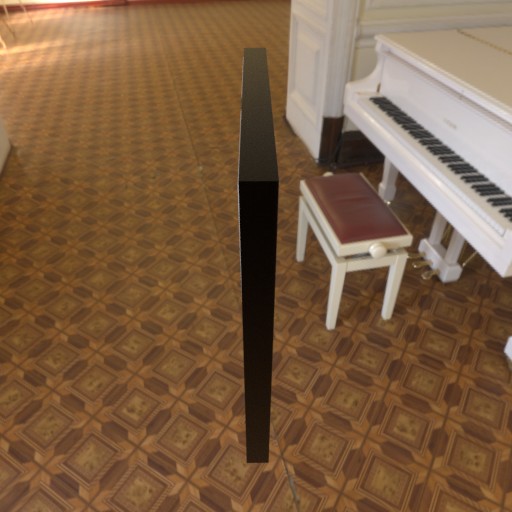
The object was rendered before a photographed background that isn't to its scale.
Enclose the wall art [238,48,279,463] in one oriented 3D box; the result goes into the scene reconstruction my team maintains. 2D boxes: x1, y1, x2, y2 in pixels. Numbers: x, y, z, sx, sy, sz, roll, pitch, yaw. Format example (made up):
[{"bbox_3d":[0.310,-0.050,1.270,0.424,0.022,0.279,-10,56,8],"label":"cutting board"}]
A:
[{"bbox_3d":[0.000,0.000,0.761,0.039,0.553,0.451,0,40,0],"label":"wall art"}]
